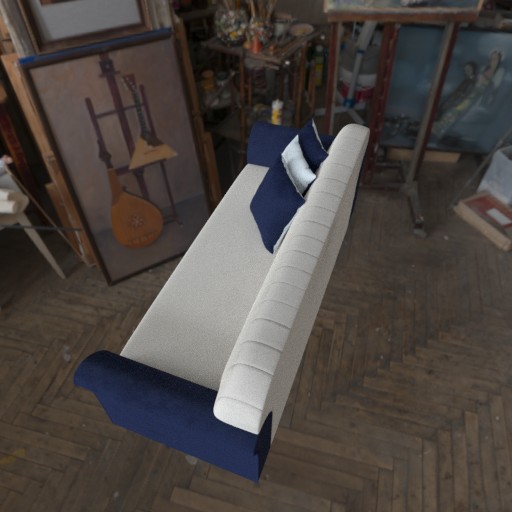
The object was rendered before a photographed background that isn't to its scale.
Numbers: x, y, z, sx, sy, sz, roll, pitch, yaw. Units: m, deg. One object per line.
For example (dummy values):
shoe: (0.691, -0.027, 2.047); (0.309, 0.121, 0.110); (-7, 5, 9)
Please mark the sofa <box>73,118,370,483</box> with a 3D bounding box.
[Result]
sofa: (0.000, 0.000, 2.361); (0.749, 0.789, 2.006); (16, 49, 14)
